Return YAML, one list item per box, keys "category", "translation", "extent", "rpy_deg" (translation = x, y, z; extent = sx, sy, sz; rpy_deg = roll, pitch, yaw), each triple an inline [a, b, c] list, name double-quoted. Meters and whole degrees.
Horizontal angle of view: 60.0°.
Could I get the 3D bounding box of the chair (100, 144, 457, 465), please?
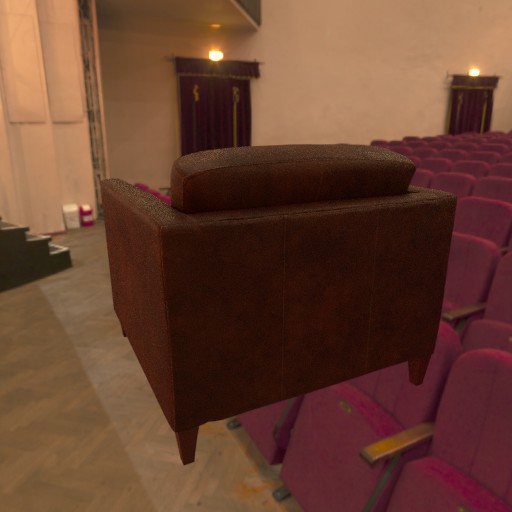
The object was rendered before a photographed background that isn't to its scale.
- category: "chair"
  translation: [0.000, 0.000, 1.716]
  extent: [0.990, 0.864, 0.975]
  rpy_deg: [-8, 18, -25]
